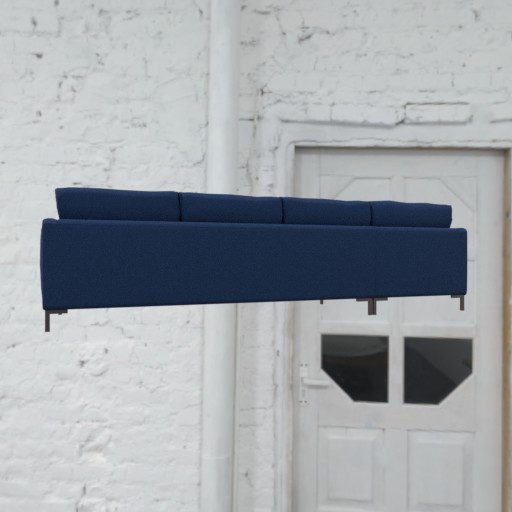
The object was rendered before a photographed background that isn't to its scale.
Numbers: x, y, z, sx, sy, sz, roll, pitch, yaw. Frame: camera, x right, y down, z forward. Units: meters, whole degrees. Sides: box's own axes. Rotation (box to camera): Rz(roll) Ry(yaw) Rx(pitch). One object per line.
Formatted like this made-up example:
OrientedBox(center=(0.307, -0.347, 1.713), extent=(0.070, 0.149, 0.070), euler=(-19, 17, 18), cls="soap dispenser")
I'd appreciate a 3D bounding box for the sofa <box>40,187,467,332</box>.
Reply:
OrientedBox(center=(0.000, 0.000, 2.892), extent=(2.450, 0.679, 1.128), euler=(0, 0, -19), cls="sofa")
